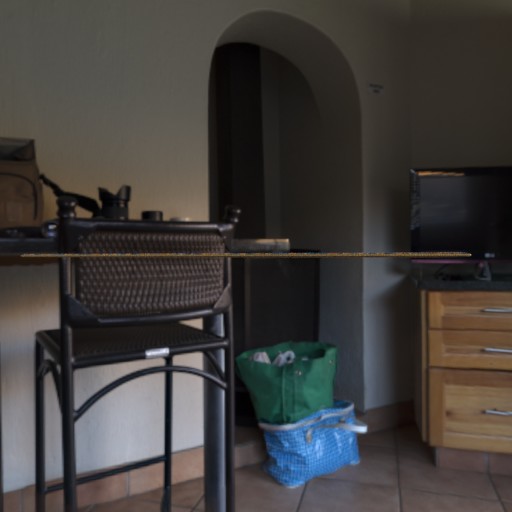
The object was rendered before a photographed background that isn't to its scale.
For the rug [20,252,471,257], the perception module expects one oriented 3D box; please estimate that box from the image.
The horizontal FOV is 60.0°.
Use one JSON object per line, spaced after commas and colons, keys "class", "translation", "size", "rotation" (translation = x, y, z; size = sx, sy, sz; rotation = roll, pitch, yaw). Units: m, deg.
{"class": "rug", "translation": [0.000, 0.000, 2.172], "size": [1.758, 0.013, 1.148], "rotation": [0, 0, 18]}
